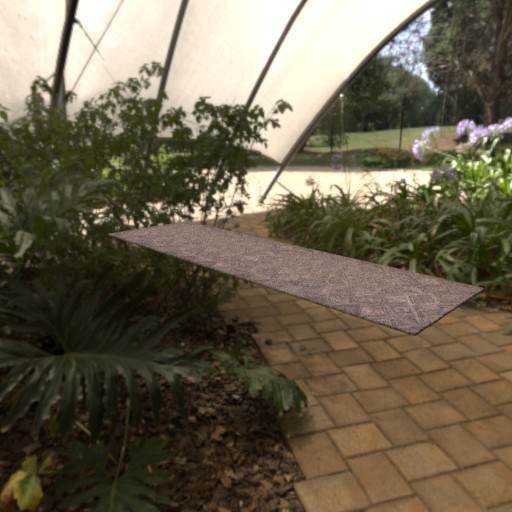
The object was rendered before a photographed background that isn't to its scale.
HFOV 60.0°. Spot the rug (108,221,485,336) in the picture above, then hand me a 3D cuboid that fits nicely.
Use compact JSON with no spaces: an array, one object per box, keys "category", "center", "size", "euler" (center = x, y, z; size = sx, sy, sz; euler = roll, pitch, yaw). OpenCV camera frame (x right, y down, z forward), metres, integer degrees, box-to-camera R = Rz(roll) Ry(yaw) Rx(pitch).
[{"category":"rug","center":[0.000,0.000,2.583],"size":[0.691,0.011,2.296],"euler":[-15,21,-43]}]
